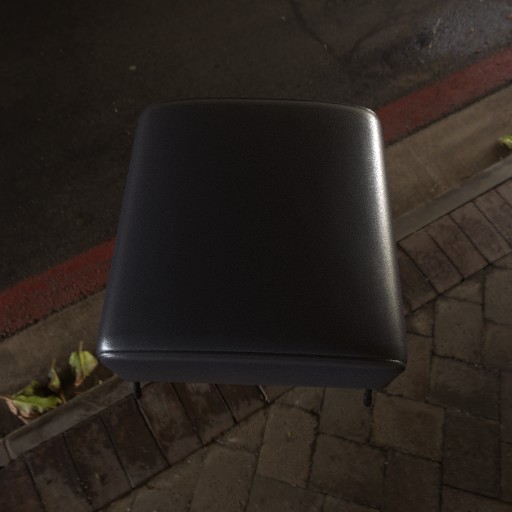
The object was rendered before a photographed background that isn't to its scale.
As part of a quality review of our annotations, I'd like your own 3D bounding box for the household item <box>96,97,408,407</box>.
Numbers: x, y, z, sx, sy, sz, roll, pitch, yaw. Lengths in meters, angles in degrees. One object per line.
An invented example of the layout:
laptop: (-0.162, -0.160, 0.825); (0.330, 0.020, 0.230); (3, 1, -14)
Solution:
household item: (0.000, 0.000, 0.912); (0.530, 0.410, 0.530); (2, 65, 1)
